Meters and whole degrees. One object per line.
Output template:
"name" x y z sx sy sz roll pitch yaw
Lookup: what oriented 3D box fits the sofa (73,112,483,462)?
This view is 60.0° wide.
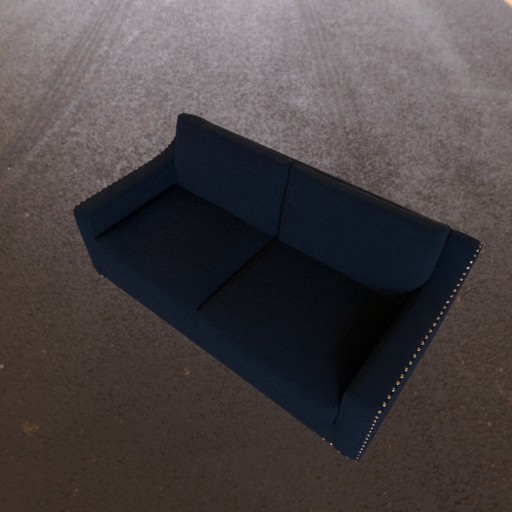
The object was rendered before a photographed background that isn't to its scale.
"sofa" 0.000 0.000 2.652 2.107 0.983 1.104 30 54 25
